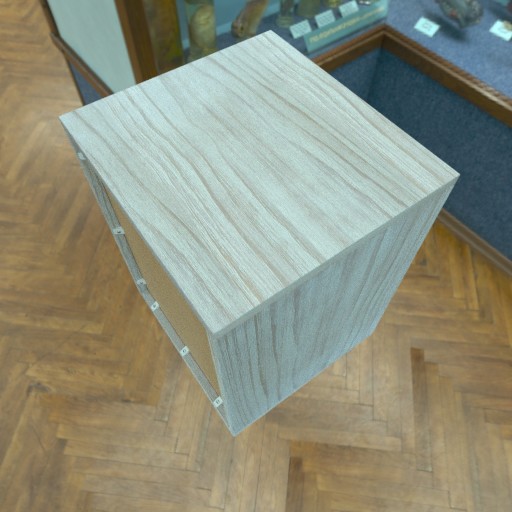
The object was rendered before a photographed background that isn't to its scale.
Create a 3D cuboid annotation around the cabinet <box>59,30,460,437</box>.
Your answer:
[{"bbox_3d":[0.000,0.000,0.848,0.401,0.579,0.409,-31,62,-18],"label":"cabinet"}]
